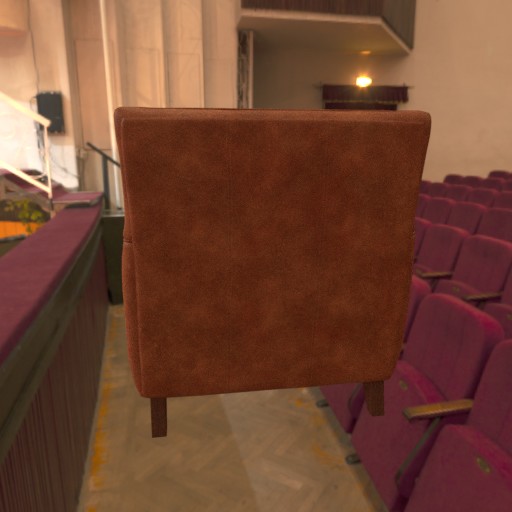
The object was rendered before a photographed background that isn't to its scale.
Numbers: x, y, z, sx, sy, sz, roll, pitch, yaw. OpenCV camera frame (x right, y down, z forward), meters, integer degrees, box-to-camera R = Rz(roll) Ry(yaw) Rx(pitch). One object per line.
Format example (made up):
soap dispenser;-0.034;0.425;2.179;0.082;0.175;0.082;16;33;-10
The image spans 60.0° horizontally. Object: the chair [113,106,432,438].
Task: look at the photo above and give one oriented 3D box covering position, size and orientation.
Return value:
chair;0.000;0.000;1.579;0.870;0.943;0.823;-2;14;-9
